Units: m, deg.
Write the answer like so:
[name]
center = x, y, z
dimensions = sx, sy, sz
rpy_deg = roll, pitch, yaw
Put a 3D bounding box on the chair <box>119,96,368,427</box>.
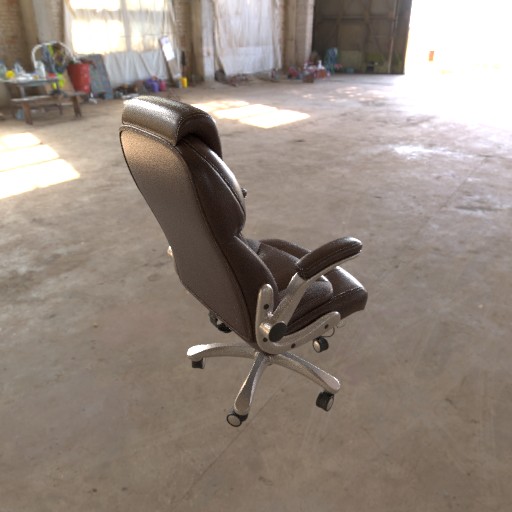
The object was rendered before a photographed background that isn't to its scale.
[chair]
center = 0.000, 0.000, 1.663
dimensions = 0.774, 1.160, 0.733
rpy_deg = -18, 32, -31
